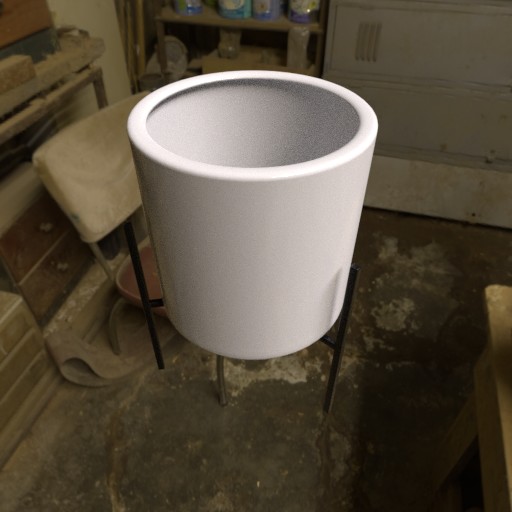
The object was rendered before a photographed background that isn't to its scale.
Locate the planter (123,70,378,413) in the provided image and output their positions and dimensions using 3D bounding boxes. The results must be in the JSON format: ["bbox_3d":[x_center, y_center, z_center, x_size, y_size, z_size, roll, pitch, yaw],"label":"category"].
[{"bbox_3d":[0.000,0.000,0.515,0.239,0.356,0.239,12,43,13],"label":"planter"}]
